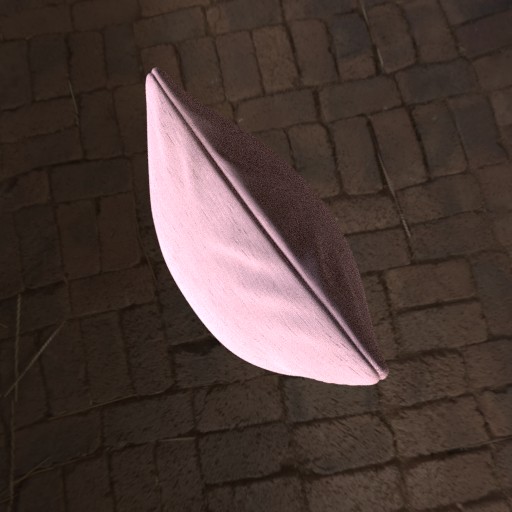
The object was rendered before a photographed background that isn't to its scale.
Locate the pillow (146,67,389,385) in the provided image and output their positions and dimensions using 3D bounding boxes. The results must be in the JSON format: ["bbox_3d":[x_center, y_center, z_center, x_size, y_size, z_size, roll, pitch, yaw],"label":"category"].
[{"bbox_3d":[0.000,0.000,0.668,0.246,0.415,0.432,-35,79,-8],"label":"pillow"}]
